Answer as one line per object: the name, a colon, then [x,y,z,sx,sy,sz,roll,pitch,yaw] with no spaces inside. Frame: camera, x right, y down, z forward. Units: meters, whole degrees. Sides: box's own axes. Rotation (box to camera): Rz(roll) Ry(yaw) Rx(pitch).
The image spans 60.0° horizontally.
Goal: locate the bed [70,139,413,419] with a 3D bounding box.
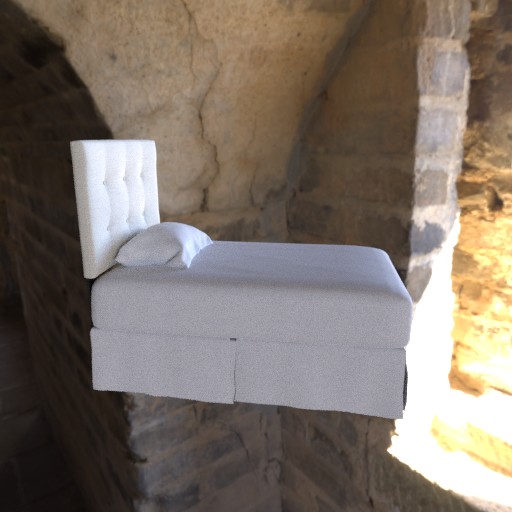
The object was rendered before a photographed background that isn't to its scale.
bed: [0.000,0.000,3.096,1.997,1.571,1.261,2,15,8]
